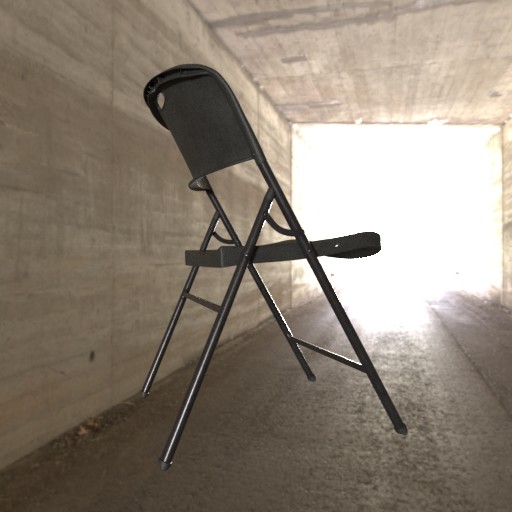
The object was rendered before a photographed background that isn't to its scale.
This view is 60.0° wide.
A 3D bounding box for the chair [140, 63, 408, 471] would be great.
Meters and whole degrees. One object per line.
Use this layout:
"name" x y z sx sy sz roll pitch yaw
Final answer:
"chair" 0.000 0.000 1.146 0.566 0.810 0.494 0 -1 -19
